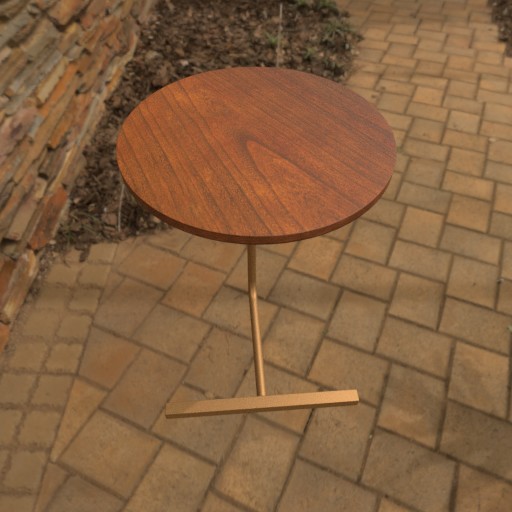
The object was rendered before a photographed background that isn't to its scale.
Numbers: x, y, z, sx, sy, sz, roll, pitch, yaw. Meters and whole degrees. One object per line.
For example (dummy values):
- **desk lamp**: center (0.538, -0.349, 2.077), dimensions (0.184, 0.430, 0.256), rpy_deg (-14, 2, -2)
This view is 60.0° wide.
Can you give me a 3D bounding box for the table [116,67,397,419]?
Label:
- **table**: center (0.000, 0.000, 1.120), dimensions (0.530, 0.706, 0.577), rpy_deg (-3, 47, -3)
